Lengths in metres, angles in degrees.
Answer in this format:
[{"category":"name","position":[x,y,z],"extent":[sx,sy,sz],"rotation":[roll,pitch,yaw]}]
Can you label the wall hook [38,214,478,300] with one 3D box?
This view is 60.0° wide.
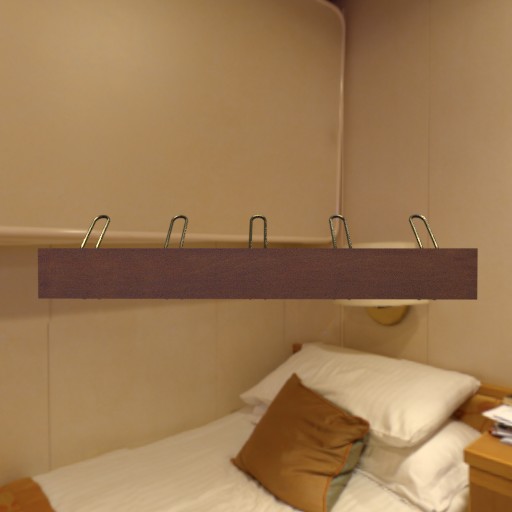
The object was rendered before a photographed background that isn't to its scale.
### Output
[{"category":"wall hook","position":[0.000,0.000,0.596],"extent":[0.554,0.116,0.076],"rotation":[0,1,1]}]
